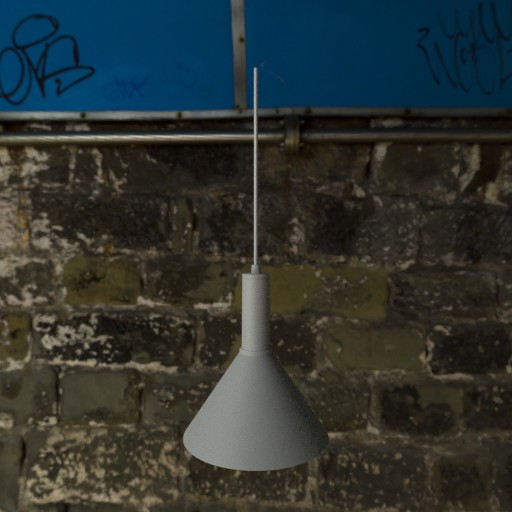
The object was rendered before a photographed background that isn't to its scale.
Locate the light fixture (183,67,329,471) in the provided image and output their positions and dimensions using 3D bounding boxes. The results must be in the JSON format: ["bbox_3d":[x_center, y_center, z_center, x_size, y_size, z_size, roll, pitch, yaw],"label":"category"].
[{"bbox_3d":[0.000,0.000,0.815,0.267,0.683,0.267,0,1,18],"label":"light fixture"}]
